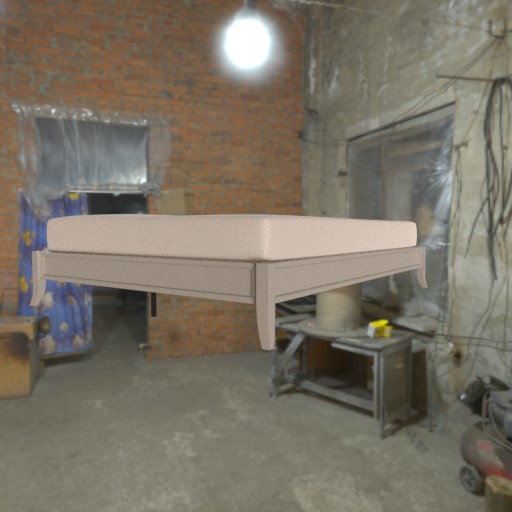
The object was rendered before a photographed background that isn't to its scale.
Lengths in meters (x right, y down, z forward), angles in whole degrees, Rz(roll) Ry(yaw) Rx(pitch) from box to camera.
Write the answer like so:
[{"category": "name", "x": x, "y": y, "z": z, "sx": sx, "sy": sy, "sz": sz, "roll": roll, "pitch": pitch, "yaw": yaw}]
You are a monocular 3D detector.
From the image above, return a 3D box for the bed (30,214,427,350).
[{"category": "bed", "x": 0.000, "y": 0.000, "z": 2.851, "sx": 1.604, "sy": 0.510, "sz": 2.108, "roll": 2, "pitch": 4, "yaw": 35}]
